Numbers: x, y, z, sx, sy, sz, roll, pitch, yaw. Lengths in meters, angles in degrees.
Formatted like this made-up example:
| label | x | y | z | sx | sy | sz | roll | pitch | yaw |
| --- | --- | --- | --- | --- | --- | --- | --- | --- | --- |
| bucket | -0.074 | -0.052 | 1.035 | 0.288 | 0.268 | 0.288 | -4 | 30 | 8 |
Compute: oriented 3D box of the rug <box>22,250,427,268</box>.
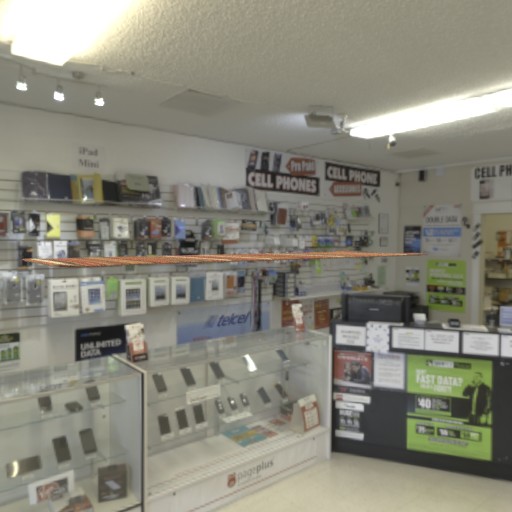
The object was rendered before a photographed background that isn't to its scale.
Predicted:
| label | x | y | z | sx | sy | sz | roll | pitch | yaw |
| --- | --- | --- | --- | --- | --- | --- | --- | --- | --- |
| rug | 0.000 | 0.000 | 2.707 | 2.444 | 0.030 | 0.799 | -1 | 2 | -36 |
